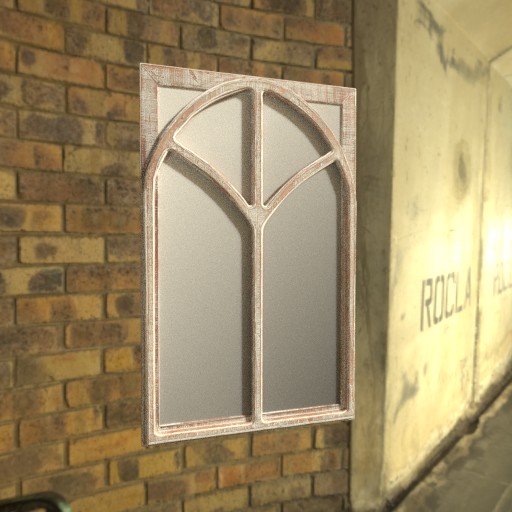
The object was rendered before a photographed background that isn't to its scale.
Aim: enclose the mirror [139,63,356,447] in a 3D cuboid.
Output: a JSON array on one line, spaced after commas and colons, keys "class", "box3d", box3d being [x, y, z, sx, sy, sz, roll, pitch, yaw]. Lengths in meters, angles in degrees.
[{"class": "mirror", "box3d": [0.000, 0.000, 0.981, 0.495, 0.787, 0.058, 0, 1, -17]}]
